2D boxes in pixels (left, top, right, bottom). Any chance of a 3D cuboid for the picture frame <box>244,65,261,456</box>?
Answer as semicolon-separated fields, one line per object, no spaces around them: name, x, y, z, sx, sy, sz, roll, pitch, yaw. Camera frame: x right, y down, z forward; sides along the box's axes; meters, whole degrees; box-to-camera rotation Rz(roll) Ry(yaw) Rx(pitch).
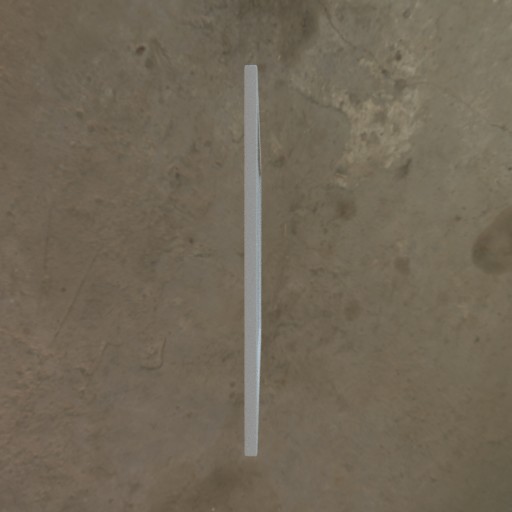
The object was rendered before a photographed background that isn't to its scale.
picture frame;0.000;0.000;0.696;0.012;0.534;0.381;0;91;1
